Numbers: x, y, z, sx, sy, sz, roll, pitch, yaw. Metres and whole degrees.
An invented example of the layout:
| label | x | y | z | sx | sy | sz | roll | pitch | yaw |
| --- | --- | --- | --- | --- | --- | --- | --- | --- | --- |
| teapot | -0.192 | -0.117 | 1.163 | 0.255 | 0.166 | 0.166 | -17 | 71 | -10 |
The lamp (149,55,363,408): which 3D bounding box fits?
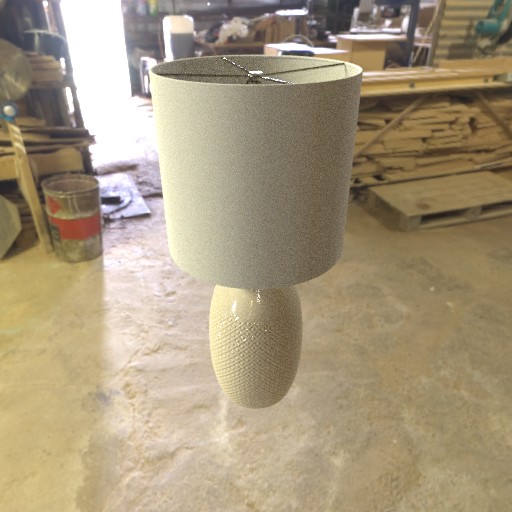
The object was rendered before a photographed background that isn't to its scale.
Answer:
| label | x | y | z | sx | sy | sz | roll | pitch | yaw |
| --- | --- | --- | --- | --- | --- | --- | --- | --- | --- |
| lamp | 0.000 | 0.000 | 0.572 | 0.217 | 0.453 | 0.217 | -11 | 32 | -18 |
